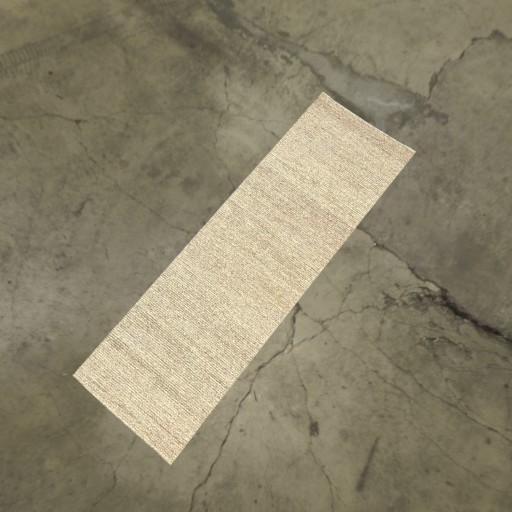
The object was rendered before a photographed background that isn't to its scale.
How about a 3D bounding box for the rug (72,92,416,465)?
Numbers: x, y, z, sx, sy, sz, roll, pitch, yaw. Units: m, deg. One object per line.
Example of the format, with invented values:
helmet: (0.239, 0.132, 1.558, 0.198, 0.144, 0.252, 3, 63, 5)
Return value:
rug: (0.000, 0.000, 2.678, 0.741, 0.014, 2.390, 38, 78, 10)
